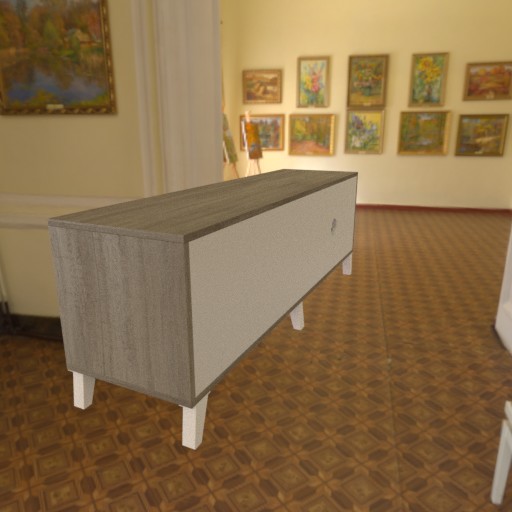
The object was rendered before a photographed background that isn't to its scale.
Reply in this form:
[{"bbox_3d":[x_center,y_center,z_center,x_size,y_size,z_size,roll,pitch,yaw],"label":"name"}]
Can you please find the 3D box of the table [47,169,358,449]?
[{"bbox_3d":[0.000,0.000,1.715,0.400,0.530,1.500,8,18,25],"label":"table"}]
